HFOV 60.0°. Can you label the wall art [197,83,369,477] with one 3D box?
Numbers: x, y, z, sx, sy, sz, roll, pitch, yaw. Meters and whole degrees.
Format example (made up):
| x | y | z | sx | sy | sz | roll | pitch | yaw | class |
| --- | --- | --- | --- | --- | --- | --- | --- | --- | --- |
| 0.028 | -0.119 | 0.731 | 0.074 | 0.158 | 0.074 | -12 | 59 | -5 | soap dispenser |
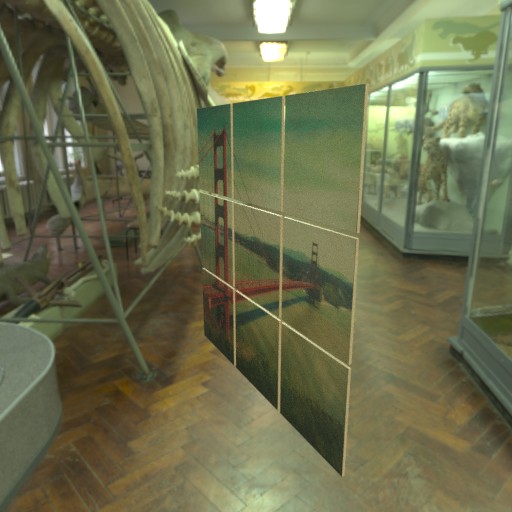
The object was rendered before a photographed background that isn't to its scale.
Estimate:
| x | y | z | sx | sy | sz | roll | pitch | yaw | class |
| --- | --- | --- | --- | --- | --- | --- | --- | --- | --- |
| 0.000 | 0.000 | 2.264 | 0.014 | 1.507 | 1.519 | -8 | 17 | -27 | wall art |
